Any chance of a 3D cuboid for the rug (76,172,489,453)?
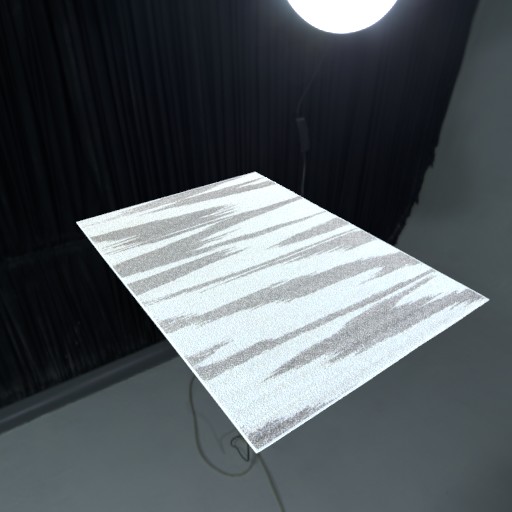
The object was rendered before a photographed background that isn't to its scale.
[{"bbox_3d":[0.000,0.000,2.714,1.533,0.010,2.142,-22,39,-29],"label":"rug"}]
